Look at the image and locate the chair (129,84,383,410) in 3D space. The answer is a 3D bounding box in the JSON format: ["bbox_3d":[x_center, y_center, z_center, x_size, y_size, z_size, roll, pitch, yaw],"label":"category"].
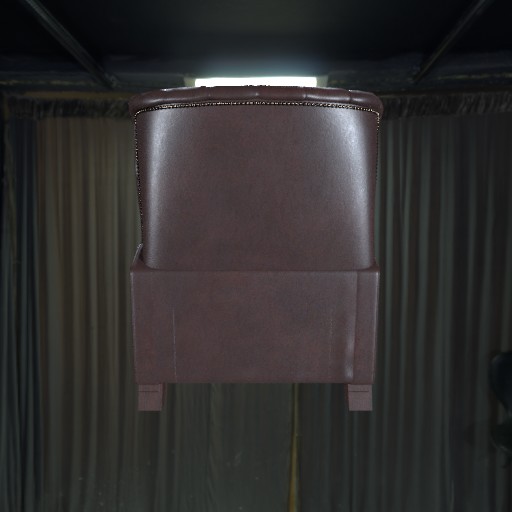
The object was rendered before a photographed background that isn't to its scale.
[{"bbox_3d":[0.000,0.000,1.483,0.709,0.864,0.823,0,0,0],"label":"chair"}]
